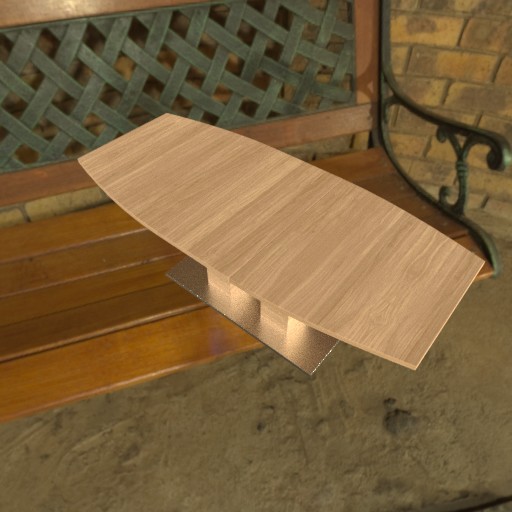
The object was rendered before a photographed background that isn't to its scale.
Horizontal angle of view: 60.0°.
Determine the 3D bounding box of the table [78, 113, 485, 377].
[{"bbox_3d":[0.000,0.000,2.466,2.032,0.750,0.900,31,53,26],"label":"table"}]
